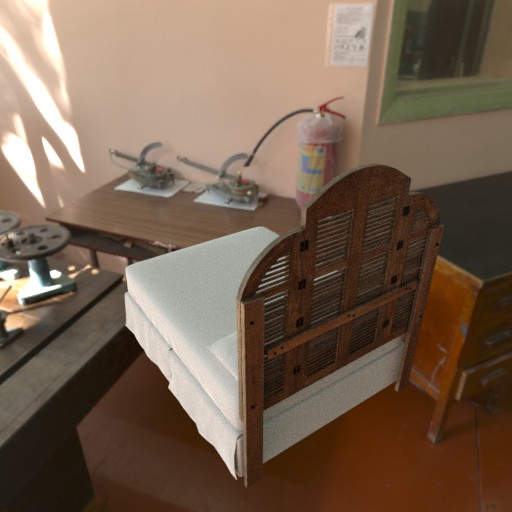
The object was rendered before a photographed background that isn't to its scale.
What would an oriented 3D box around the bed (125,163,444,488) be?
[{"bbox_3d":[0.000,0.000,3.568,1.713,2.019,2.138,-19,34,-30],"label":"bed"}]
